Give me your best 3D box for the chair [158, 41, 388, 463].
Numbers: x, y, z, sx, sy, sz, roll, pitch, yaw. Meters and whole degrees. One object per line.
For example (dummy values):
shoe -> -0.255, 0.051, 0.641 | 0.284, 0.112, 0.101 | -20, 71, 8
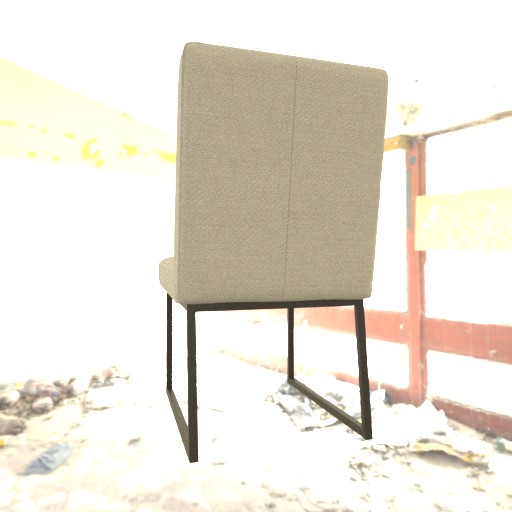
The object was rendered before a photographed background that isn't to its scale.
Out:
chair -> 0.000, 0.000, 1.302 | 0.520, 0.930, 0.634 | 0, -1, -17
